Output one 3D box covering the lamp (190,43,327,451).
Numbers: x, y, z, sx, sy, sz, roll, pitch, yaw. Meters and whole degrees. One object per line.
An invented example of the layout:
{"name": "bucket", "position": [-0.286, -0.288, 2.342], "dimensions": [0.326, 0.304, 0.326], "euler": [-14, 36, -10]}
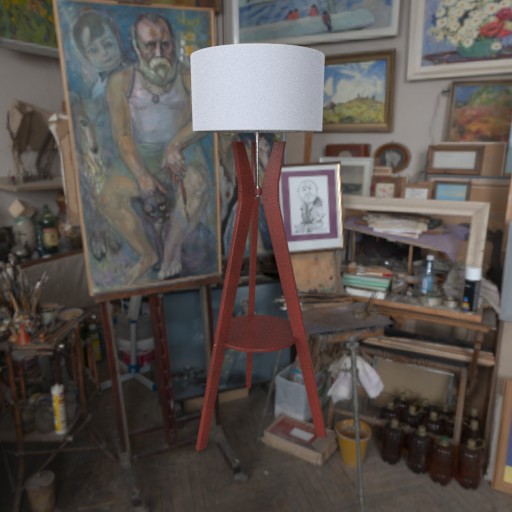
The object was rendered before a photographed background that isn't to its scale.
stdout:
{"name": "lamp", "position": [0.000, 0.000, 1.792], "dimensions": [0.539, 1.472, 0.542], "euler": [-2, 15, -8]}
